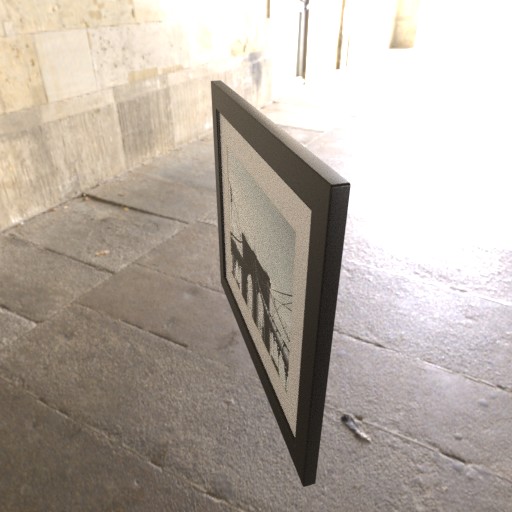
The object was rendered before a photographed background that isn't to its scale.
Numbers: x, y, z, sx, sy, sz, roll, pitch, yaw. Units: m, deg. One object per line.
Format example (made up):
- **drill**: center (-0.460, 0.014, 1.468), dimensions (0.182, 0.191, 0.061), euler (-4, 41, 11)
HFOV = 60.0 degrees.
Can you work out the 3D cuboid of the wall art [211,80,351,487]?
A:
- **wall art**: center (0.000, 0.000, 0.717), dimensions (0.018, 0.450, 0.521), euler (-9, 32, -14)
